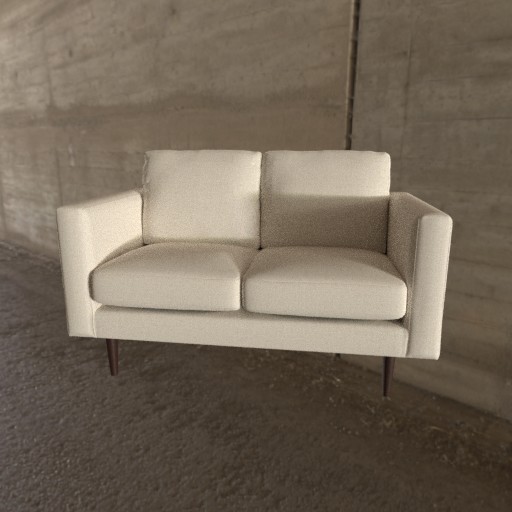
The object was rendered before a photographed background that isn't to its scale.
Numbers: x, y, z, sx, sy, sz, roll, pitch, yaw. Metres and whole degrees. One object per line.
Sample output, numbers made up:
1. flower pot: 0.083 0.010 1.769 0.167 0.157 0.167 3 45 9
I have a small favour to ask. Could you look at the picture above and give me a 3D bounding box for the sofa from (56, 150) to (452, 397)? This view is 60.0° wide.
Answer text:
1. sofa: 0.000 0.000 1.957 1.430 0.908 0.796 2 14 8
